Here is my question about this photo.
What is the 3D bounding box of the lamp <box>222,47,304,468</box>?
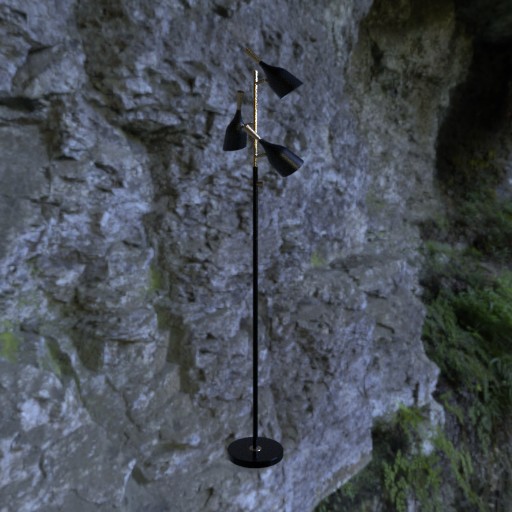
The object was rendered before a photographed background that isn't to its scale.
[{"bbox_3d":[0.000,0.000,1.964,0.434,1.778,0.253,1,1,38],"label":"lamp"}]
